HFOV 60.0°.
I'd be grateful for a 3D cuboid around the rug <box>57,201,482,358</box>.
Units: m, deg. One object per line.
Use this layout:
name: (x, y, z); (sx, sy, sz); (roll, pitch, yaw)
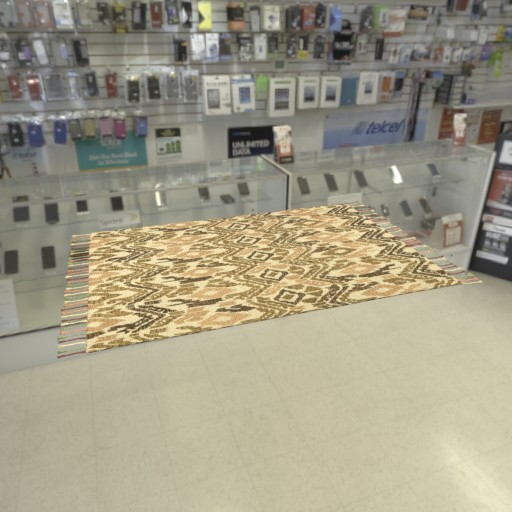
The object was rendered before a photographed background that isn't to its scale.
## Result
rug: (0.000, 0.000, 3.016); (2.438, 0.008, 1.524); (-8, 28, -16)
